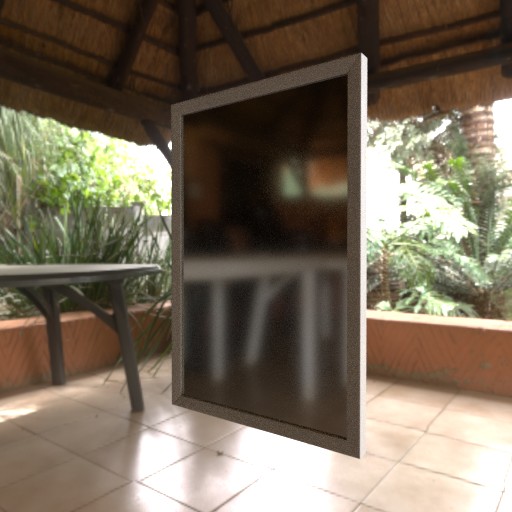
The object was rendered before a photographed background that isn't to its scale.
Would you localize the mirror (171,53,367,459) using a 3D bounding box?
[{"bbox_3d":[0.000,0.000,1.191,0.609,0.915,0.040,1,1,36],"label":"mirror"}]
